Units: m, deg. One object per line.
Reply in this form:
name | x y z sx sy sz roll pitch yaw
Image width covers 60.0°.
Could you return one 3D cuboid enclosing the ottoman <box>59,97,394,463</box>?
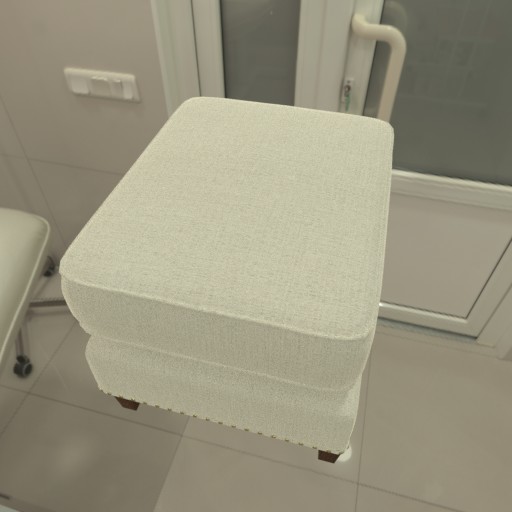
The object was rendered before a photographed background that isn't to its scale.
ottoman | 0.000 0.000 1.104 0.589 0.537 0.738 11 47 10
